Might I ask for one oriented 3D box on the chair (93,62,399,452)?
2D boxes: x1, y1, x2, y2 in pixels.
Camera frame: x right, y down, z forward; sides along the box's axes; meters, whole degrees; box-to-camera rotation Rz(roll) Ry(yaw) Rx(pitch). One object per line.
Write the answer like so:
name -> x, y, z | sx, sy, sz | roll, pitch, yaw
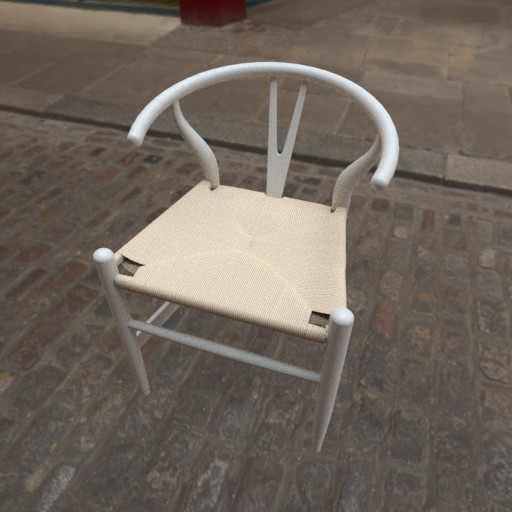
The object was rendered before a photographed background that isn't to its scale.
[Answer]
chair -> 0.000, 0.000, 1.056 | 0.533, 0.736, 0.500 | 13, 44, 14
